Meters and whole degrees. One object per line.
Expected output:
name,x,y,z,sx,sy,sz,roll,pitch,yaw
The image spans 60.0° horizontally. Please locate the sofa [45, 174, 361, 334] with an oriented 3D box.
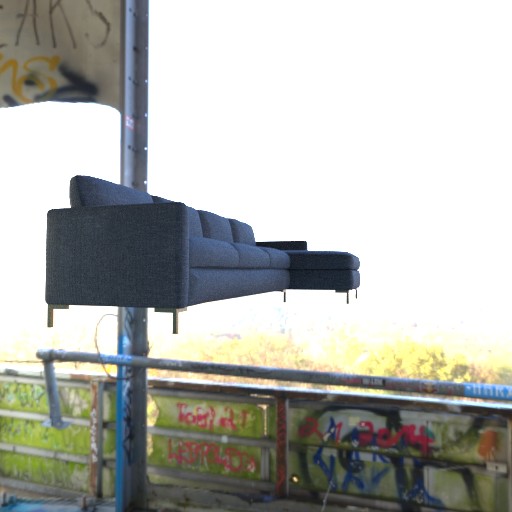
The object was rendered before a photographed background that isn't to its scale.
sofa,0.000,0.000,3.431,1.350,0.810,2.932,-1,-2,18
